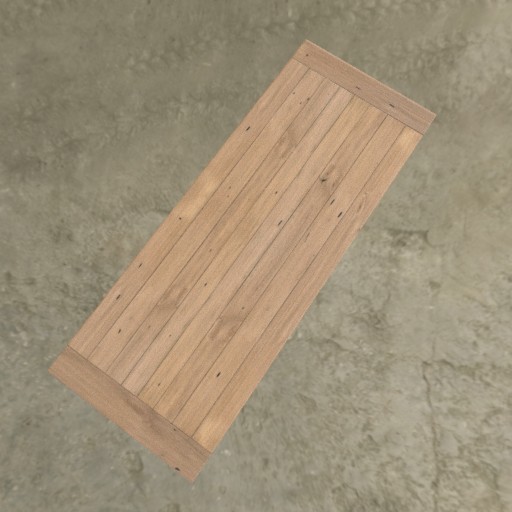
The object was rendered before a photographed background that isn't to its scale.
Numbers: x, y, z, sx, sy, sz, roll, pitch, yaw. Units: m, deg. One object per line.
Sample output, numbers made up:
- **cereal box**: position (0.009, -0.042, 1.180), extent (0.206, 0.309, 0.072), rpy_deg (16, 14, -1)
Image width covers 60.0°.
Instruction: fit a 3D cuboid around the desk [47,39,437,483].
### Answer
- **desk**: position (0.000, 0.000, 2.188), extent (0.688, 0.760, 1.803), rpy_deg (34, 78, 8)
